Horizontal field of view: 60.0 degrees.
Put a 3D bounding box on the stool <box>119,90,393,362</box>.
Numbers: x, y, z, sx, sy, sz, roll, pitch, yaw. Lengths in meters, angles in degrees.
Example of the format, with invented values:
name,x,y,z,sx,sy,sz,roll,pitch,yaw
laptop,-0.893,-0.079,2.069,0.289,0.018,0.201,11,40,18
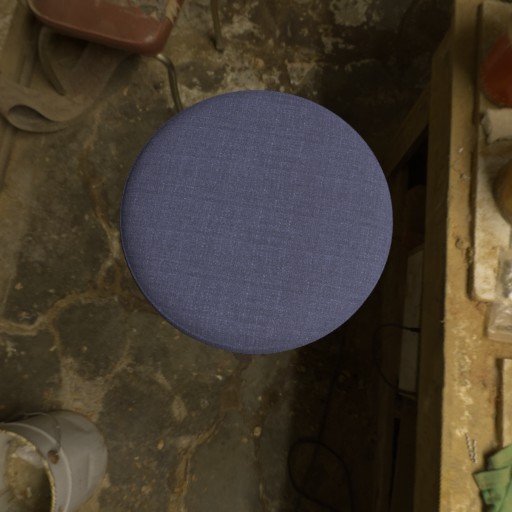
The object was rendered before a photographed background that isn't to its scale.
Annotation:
name,x,y,z,sx,sy,sz,roll,pitch,yaw
stool,0.000,0.000,0.971,0.449,0.655,0.449,0,76,0
